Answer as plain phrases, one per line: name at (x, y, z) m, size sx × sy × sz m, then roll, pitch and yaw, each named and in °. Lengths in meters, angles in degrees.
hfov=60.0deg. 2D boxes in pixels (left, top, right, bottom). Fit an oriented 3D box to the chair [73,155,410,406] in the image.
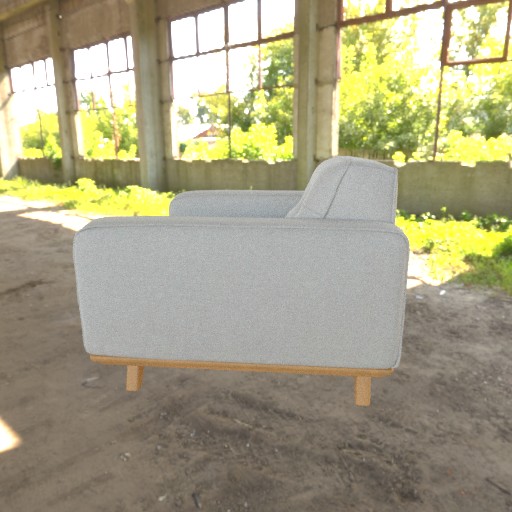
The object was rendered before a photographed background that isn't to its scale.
chair at (0.000, 0.000, 1.765) m, size 0.953 × 0.779 × 1.115 m, roll 2°, pitch 14°, yaw 7°
